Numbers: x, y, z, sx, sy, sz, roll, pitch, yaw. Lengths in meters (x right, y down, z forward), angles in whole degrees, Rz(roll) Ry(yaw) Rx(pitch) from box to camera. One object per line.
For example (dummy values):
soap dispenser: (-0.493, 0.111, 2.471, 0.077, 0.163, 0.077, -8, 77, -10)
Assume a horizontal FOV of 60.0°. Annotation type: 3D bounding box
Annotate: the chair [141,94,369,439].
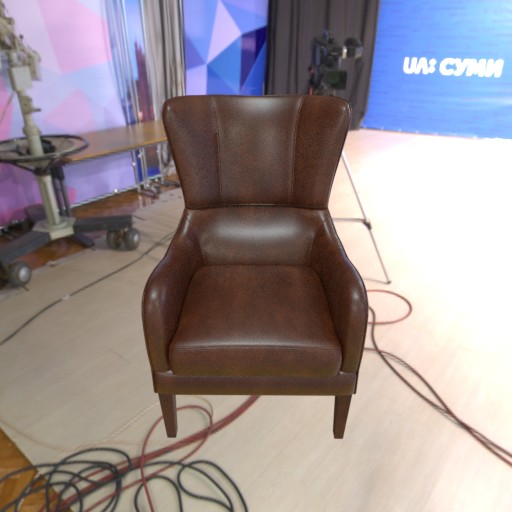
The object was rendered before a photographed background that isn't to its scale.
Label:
chair: (0.000, 0.000, 1.667, 0.692, 1.048, 0.914, 0, 29, 0)
